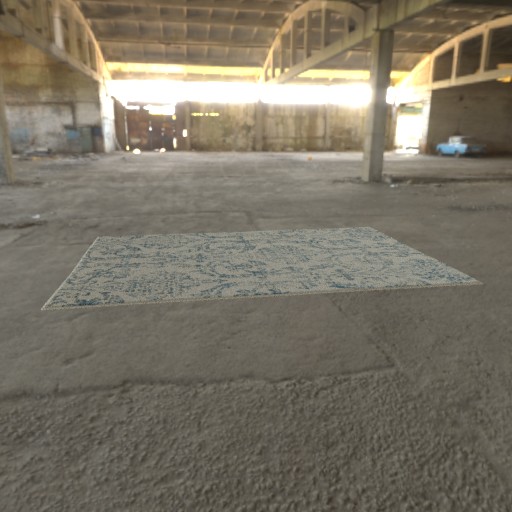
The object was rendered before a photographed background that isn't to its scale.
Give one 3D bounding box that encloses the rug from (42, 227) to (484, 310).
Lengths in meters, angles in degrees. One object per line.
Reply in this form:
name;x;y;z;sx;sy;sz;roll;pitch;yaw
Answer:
rug;0.000;0.000;2.380;1.831;0.012;1.213;-3;16;-9
